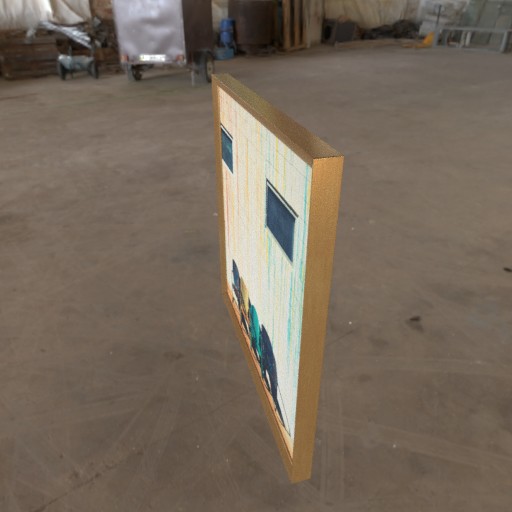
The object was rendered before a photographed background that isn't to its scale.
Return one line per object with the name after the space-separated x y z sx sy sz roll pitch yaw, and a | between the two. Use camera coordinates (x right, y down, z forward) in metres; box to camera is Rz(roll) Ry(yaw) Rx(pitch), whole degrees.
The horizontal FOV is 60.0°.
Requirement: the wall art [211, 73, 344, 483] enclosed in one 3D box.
0.000 0.000 0.450 0.019 0.302 0.302 -8 32 -13 | wall art
